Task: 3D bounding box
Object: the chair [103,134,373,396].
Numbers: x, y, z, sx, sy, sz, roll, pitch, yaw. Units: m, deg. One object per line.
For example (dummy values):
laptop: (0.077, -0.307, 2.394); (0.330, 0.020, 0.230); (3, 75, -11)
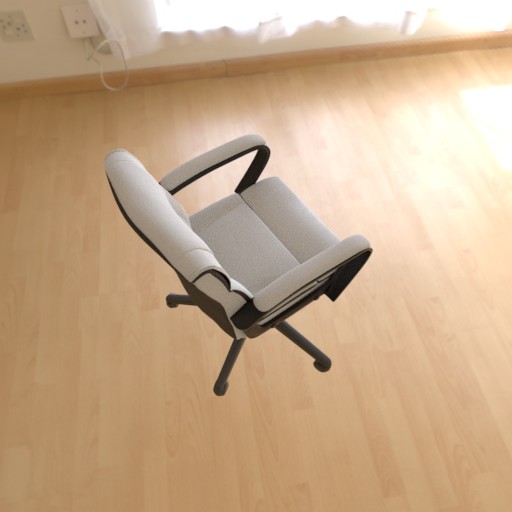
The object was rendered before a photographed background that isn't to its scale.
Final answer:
chair: (0.000, 0.000, 1.515); (0.717, 1.004, 0.739); (-31, 63, -18)
